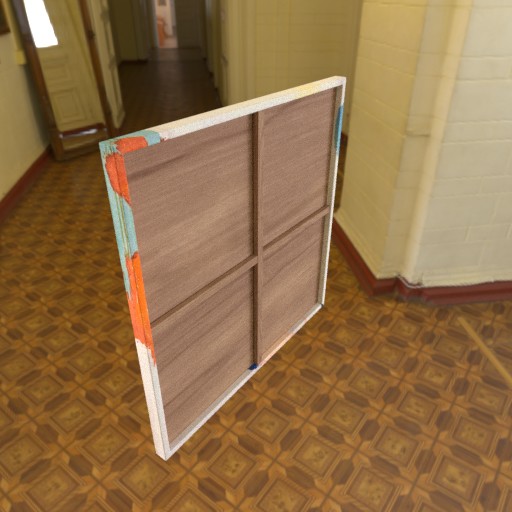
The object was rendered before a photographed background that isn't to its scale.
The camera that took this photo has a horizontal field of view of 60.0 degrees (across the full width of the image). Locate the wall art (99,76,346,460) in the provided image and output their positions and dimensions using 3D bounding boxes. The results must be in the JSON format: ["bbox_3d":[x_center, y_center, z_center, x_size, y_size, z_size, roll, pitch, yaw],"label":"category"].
[{"bbox_3d":[0.000,0.000,1.205,0.037,0.814,0.814,21,37,31],"label":"wall art"}]
